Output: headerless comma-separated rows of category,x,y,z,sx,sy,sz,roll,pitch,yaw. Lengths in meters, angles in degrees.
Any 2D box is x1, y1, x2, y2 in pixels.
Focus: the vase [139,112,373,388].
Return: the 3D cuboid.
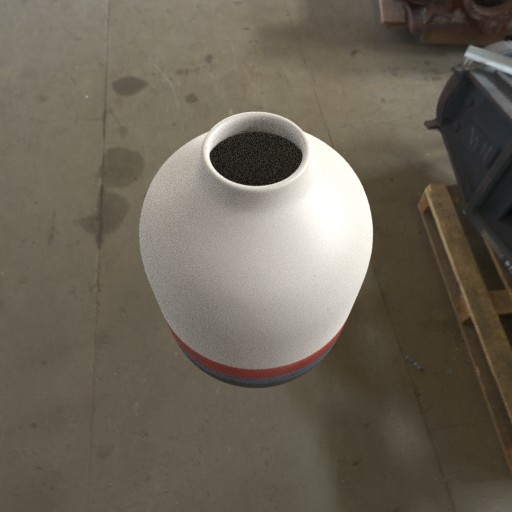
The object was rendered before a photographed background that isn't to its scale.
vase,0.000,0.000,0.356,0.169,0.237,0.169,0,58,0
